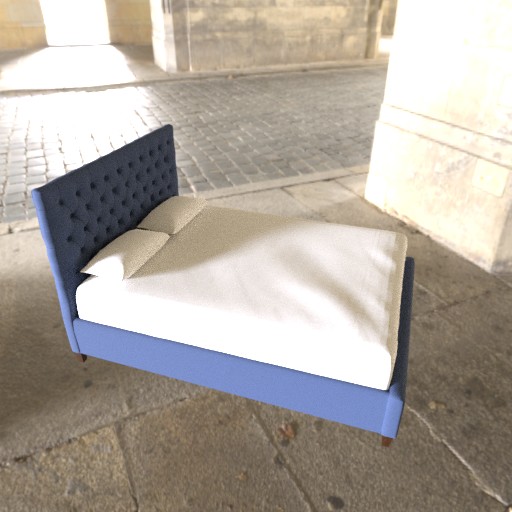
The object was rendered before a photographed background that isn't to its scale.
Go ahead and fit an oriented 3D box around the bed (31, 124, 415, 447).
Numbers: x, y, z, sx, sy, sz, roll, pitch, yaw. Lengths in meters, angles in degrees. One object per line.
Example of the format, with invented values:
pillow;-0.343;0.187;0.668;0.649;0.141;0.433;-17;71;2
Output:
bed;0.000;0.000;3.401;2.387;1.427;1.706;10;32;16
